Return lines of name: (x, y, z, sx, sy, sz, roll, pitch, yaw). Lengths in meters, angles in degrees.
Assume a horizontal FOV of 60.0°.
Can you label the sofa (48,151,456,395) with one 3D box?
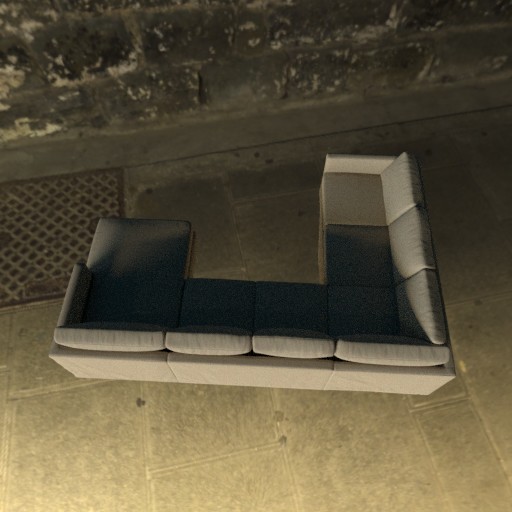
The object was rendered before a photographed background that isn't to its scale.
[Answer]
sofa: (0.000, 0.000, 4.516, 3.460, 0.882, 2.427, 3, 60, 1)
